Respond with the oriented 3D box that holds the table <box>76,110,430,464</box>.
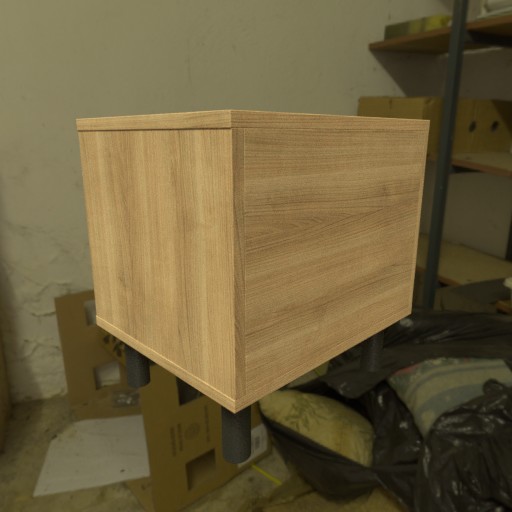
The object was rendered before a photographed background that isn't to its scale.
[{"bbox_3d":[0.000,0.000,0.783,0.445,0.460,0.380,-14,21,-43],"label":"table"}]
